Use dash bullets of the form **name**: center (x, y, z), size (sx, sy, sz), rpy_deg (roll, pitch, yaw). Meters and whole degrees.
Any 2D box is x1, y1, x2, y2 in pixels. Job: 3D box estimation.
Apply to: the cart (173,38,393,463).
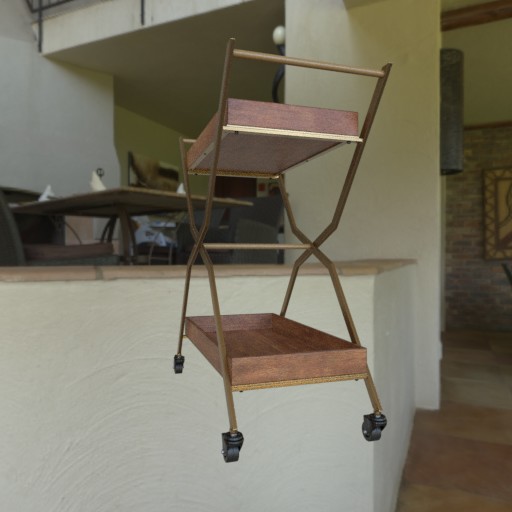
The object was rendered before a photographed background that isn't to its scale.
- **cart**: center (0.000, 0.000, 1.335), size (0.405, 0.869, 0.836), rpy_deg (0, 0, -18)
